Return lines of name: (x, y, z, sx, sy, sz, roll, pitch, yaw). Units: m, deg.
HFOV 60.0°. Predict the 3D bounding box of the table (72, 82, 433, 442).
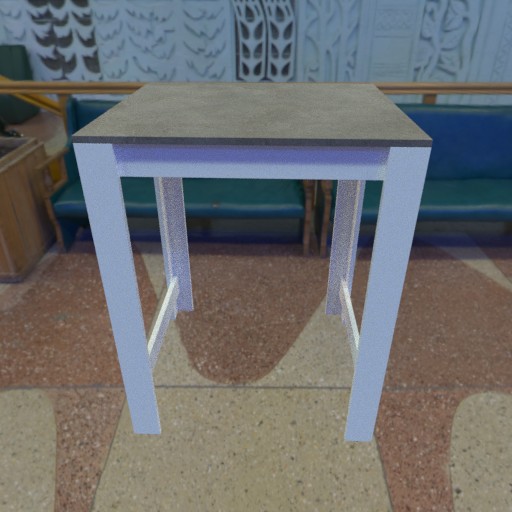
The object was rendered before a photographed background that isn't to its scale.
table: (0.000, 0.000, 1.539, 0.800, 1.020, 0.700, 1, 31, 2)
